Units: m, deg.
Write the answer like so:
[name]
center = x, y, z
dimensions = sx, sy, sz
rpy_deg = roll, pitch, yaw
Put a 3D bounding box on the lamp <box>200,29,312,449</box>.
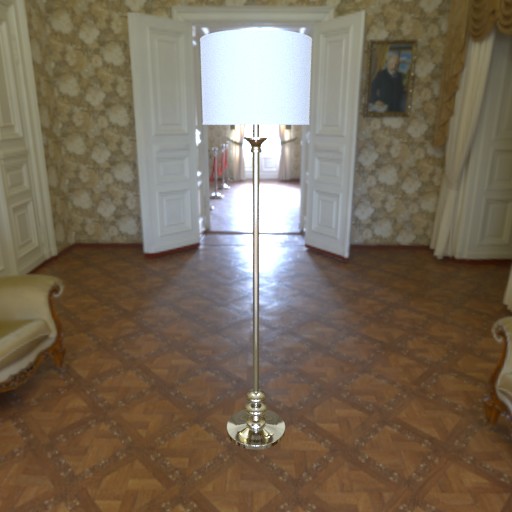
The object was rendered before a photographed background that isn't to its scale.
[lamp]
center = 0.000, 0.000, 1.619
dimensions = 0.356, 1.487, 0.356
rpy_deg = 15, 22, 42
